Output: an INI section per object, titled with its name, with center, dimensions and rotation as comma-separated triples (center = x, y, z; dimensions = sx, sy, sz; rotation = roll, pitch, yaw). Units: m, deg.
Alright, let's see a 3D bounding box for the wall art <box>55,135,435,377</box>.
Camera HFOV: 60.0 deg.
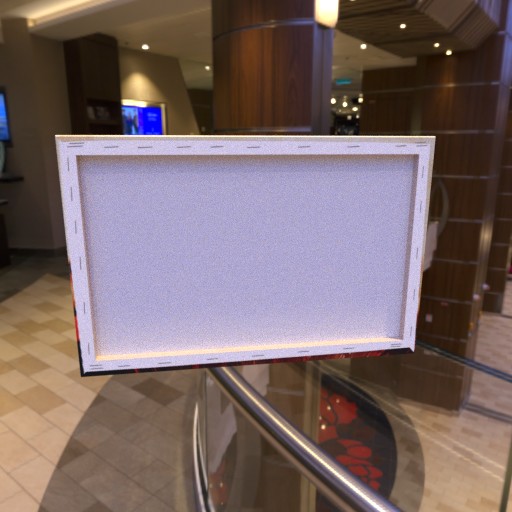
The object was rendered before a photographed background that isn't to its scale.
[wall art]
center = 0.000, 0.000, 1.150
dimensions = 0.918, 0.602, 0.038
rotation = -2, 14, -8
